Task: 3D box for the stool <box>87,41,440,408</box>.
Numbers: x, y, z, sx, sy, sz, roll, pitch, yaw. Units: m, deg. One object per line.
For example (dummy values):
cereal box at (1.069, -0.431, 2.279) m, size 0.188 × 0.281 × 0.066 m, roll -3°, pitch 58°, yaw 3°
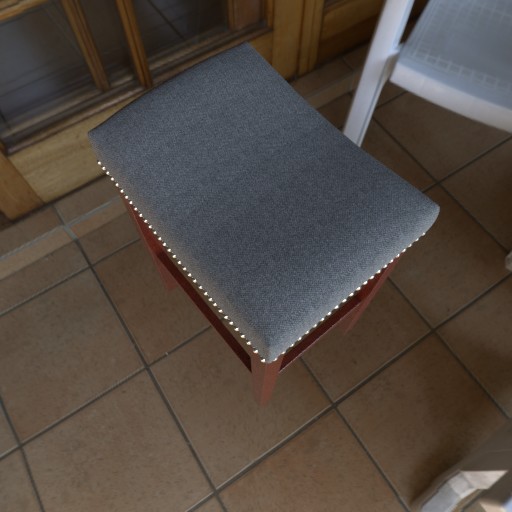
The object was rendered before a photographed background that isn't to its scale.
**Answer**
stool at (0.000, 0.000, 1.042) m, size 0.372 × 0.742 × 0.504 m, roll -37°, pitch 70°, yaw -16°
